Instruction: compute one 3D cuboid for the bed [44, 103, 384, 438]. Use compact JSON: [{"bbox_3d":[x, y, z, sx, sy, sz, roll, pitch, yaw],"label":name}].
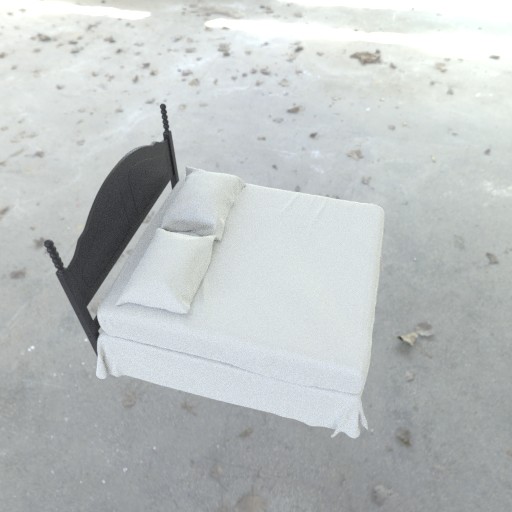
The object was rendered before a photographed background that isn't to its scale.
[{"bbox_3d":[0.000,0.000,3.314,2.040,1.356,1.873,11,48,10],"label":"bed"}]
